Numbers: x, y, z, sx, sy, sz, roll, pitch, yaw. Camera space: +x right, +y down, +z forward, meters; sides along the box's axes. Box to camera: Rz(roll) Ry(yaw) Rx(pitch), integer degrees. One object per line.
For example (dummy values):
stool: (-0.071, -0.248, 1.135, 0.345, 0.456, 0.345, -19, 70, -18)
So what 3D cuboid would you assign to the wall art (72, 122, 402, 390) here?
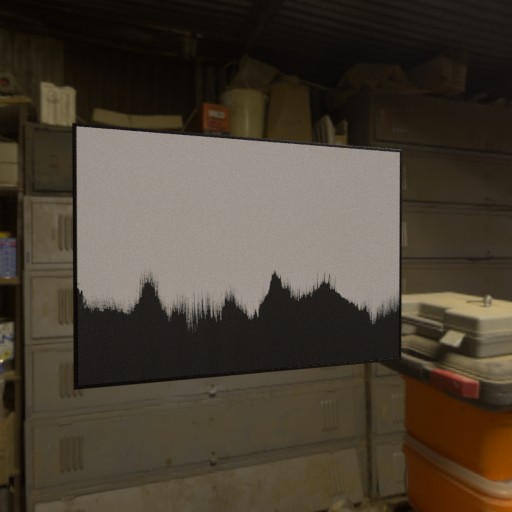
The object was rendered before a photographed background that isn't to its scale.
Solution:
wall art: (0.000, 0.000, 1.252, 0.957, 0.660, 0.019, 0, 1, -18)
